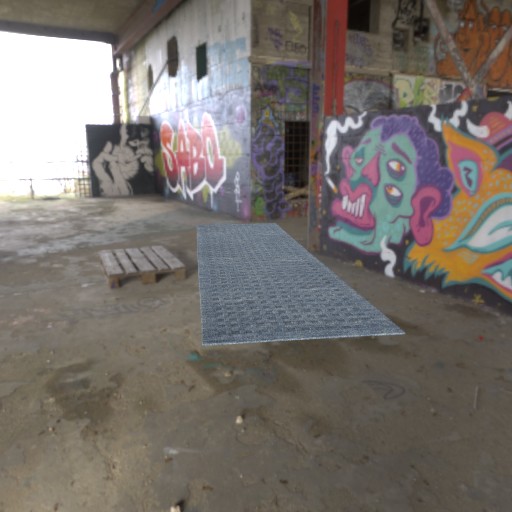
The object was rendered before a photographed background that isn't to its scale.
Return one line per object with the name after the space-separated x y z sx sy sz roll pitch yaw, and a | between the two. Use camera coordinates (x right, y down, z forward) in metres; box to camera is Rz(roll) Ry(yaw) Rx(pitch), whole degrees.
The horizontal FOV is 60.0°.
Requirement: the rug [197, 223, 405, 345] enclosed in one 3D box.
0.000 0.000 2.638 0.688 0.008 2.443 -2 13 -8 | rug
